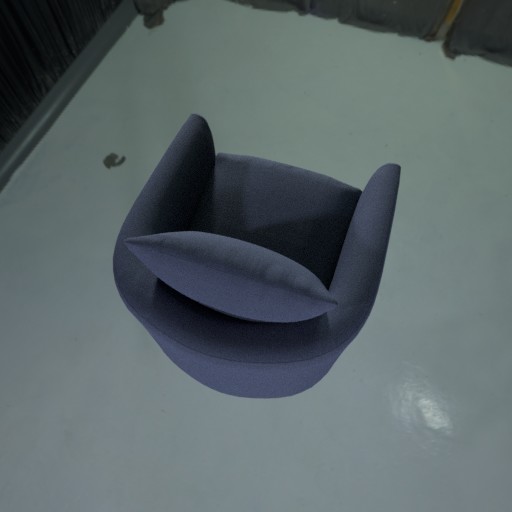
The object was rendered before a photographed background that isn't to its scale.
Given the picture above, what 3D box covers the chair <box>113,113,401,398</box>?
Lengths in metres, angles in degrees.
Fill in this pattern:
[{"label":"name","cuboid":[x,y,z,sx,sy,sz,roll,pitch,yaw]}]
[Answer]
[{"label":"chair","cuboid":[0.000,0.000,1.612,0.845,0.848,0.910,16,65,8]}]
